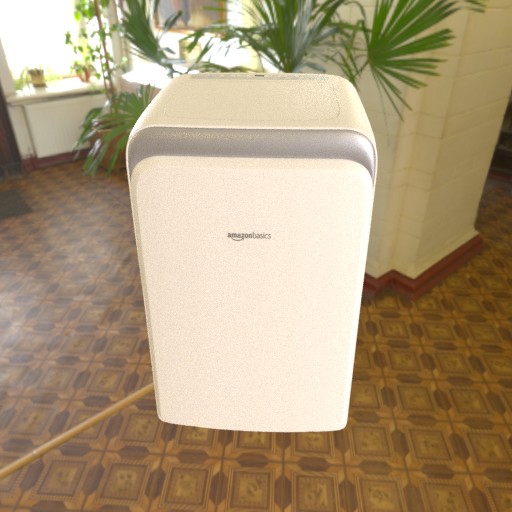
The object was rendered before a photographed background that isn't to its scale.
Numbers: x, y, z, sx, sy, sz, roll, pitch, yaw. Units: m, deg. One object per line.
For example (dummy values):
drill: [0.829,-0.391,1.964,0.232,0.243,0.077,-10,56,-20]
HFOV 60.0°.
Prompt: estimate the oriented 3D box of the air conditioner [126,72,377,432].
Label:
air conditioner: [0.000,0.000,1.055,0.478,0.765,0.467,2,32,3]
